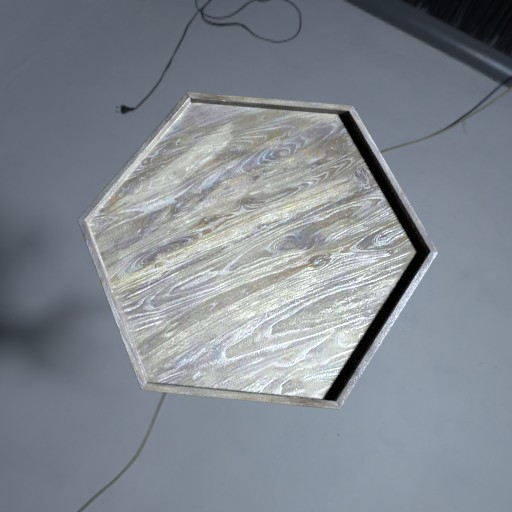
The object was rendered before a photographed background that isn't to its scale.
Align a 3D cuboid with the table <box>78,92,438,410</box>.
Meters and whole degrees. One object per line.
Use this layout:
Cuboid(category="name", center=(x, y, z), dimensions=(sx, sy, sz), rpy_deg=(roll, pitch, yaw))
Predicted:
Cuboid(category="table", center=(0.000, 0.000, 1.598), dimensions=(0.966, 0.488, 1.115), rpy_deg=(34, 78, 9))
